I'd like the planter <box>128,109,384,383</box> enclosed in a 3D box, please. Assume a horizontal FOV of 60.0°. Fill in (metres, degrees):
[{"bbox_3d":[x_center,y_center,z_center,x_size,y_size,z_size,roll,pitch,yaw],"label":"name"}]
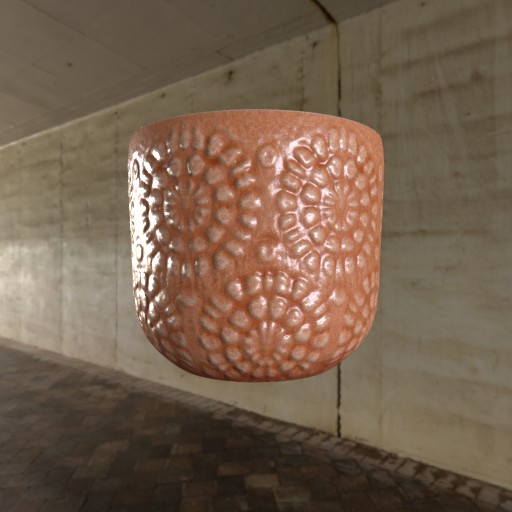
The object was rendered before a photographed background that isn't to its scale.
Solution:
[{"bbox_3d":[0.000,0.000,0.224,0.124,0.109,0.124,0,0,0],"label":"planter"}]
